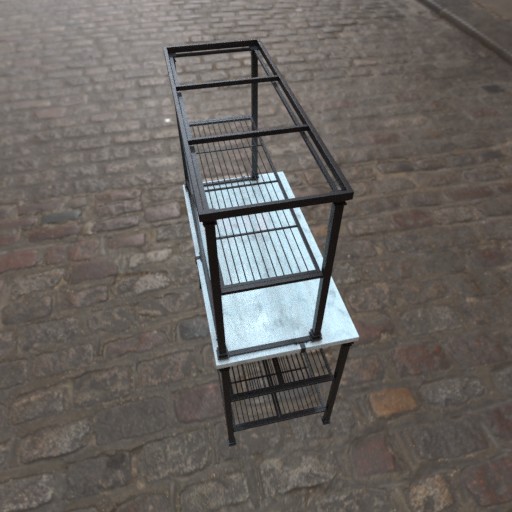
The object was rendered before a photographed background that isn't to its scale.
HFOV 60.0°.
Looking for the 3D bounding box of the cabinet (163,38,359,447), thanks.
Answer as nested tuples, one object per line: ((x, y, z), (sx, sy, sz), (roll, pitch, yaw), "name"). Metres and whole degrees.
((0.000, 0.000, 2.243), (0.610, 1.659, 1.210), (-9, 47, -9), "cabinet")
